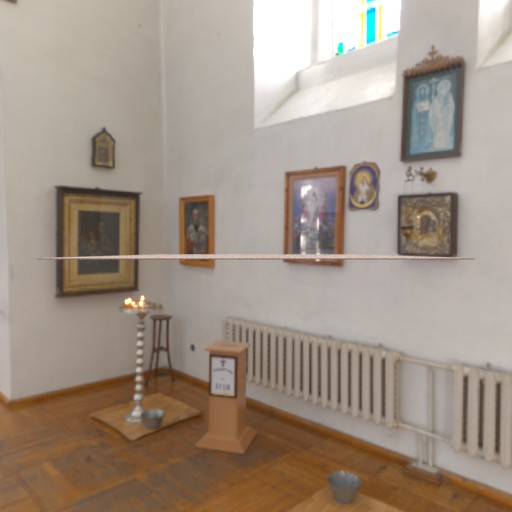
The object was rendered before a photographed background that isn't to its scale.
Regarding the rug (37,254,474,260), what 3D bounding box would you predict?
[{"bbox_3d":[0.000,0.000,3.989,2.442,0.008,3.046,0,1,0],"label":"rug"}]
